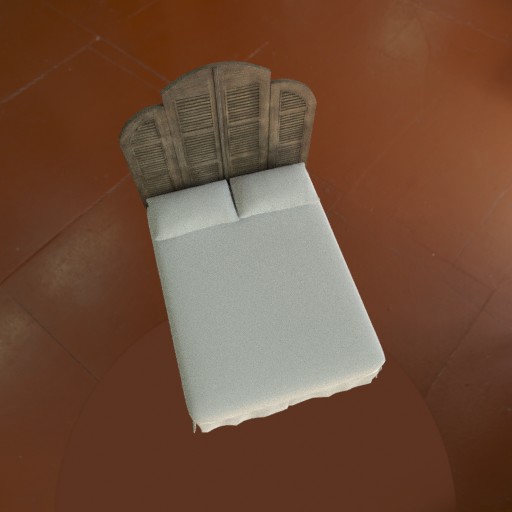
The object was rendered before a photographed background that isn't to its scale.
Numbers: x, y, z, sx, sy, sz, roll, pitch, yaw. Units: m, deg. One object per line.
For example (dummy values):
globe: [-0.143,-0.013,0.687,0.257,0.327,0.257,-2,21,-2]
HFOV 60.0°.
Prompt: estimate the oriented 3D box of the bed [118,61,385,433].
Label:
bed: [0.000,0.000,3.513,1.713,2.019,2.138,-14,64,-7]
